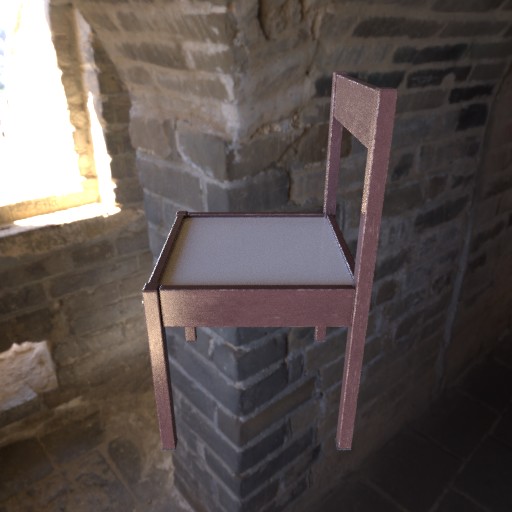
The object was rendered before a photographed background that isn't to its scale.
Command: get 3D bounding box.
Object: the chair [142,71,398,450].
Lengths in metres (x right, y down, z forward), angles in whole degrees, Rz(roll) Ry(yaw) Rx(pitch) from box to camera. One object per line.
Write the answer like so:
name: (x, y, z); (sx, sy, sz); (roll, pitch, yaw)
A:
chair: (0.000, 0.000, 0.677); (0.285, 0.505, 0.285); (0, 26, 0)
